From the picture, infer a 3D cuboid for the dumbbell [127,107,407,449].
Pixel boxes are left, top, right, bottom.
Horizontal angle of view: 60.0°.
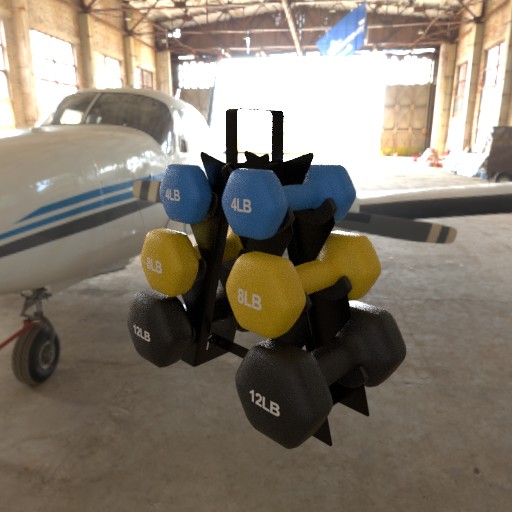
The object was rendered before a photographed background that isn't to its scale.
[{"bbox_3d":[0.000,0.000,0.676,0.255,0.426,0.409,-14,21,-43],"label":"dumbbell"}]
